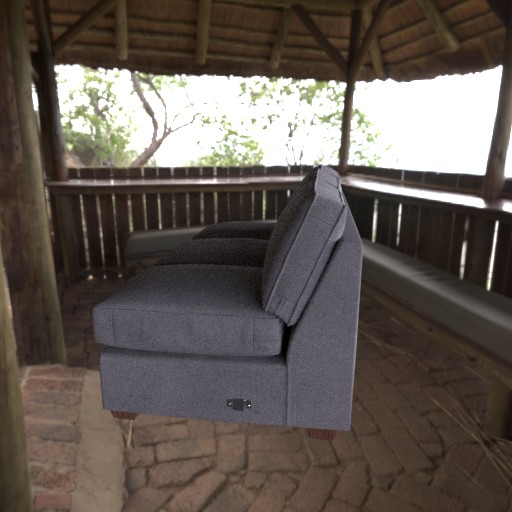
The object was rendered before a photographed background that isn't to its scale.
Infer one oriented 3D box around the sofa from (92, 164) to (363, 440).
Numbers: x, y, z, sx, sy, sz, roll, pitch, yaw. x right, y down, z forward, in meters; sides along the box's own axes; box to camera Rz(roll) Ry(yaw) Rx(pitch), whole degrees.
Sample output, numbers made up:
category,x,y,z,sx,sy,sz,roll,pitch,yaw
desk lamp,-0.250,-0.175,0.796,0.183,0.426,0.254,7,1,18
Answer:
category,x,y,z,sx,sy,sz,roll,pitch,yaw
sofa,0.000,0.000,2.545,1.027,0.973,1.962,2,14,8
